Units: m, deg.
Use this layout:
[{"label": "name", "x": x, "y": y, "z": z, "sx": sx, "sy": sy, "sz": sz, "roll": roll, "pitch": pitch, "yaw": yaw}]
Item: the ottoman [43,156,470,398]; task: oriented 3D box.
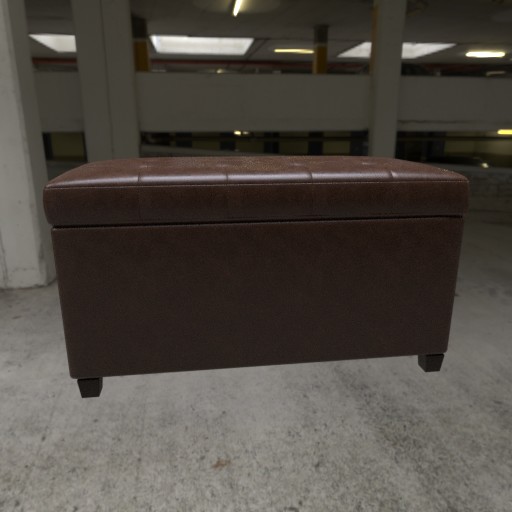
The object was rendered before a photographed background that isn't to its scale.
[{"label": "ottoman", "x": 0.000, "y": 0.000, "z": 1.101, "sx": 0.838, "sy": 0.470, "sz": 0.432, "roll": -2, "pitch": 17, "yaw": -7}]
